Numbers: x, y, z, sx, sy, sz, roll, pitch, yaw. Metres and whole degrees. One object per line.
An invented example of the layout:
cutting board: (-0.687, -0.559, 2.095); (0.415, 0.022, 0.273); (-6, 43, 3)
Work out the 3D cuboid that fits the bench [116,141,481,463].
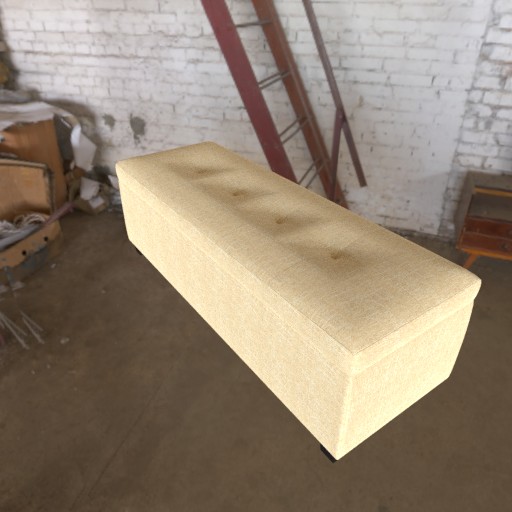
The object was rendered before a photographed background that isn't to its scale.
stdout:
bench: (0.000, 0.000, 1.423); (0.432, 0.406, 1.219); (-21, 38, -29)
